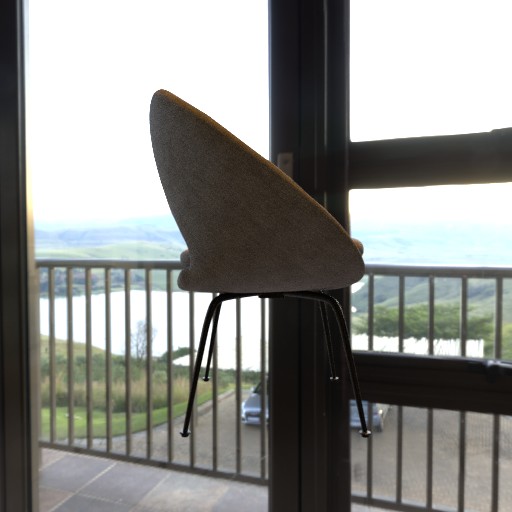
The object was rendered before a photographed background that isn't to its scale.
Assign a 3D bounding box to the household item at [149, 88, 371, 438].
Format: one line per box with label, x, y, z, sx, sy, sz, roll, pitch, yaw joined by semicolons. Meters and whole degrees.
household item;0.000;0.000;1.282;0.587;0.869;0.643;0;1;0
